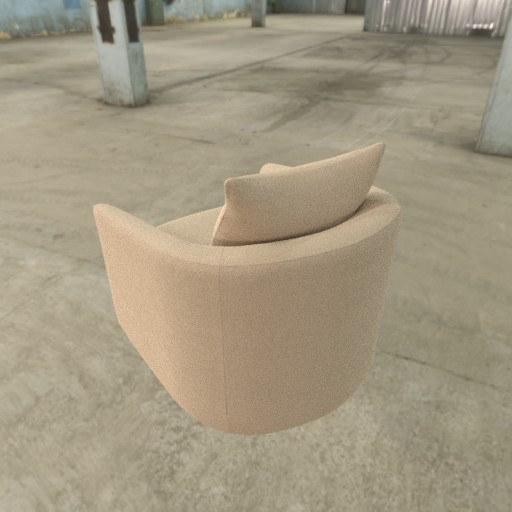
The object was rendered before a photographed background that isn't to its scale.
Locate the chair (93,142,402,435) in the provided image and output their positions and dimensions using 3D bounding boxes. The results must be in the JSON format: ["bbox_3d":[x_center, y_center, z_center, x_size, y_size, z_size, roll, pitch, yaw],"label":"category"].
[{"bbox_3d":[0.000,0.000,1.582,0.845,0.848,0.910,-20,36,-31],"label":"chair"}]
